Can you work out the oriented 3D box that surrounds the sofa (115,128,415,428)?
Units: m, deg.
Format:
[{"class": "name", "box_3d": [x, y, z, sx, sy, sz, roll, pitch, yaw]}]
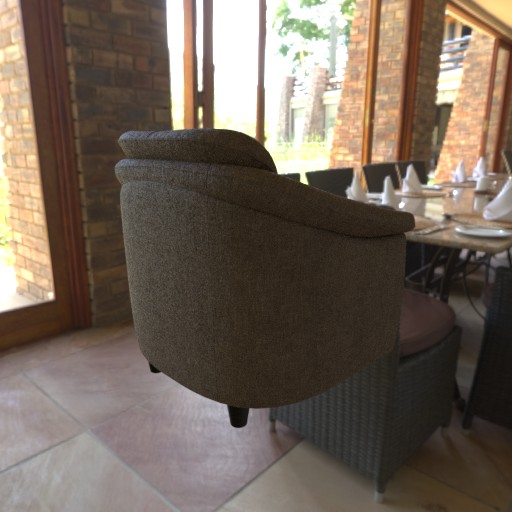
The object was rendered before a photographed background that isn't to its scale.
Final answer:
[{"class": "sofa", "box_3d": [0.000, 0.000, 1.504, 0.794, 0.811, 0.870, -14, 20, -43]}]
